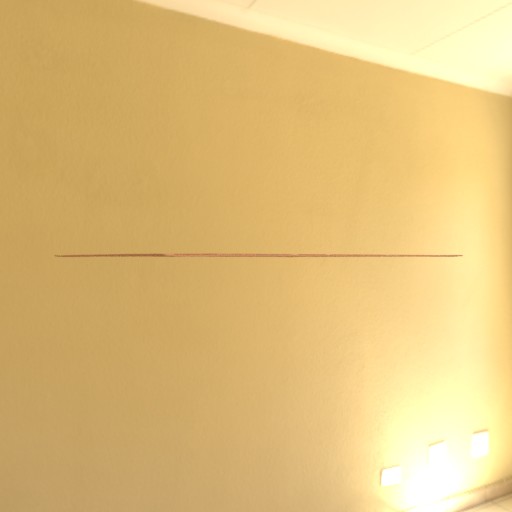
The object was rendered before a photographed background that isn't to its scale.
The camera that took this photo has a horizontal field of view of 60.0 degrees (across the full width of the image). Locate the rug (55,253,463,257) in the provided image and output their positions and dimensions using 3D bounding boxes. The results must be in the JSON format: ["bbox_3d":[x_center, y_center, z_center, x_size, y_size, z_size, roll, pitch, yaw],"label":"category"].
[{"bbox_3d":[0.000,0.000,4.263,3.092,0.023,2.479,0,0,-37],"label":"rug"}]
